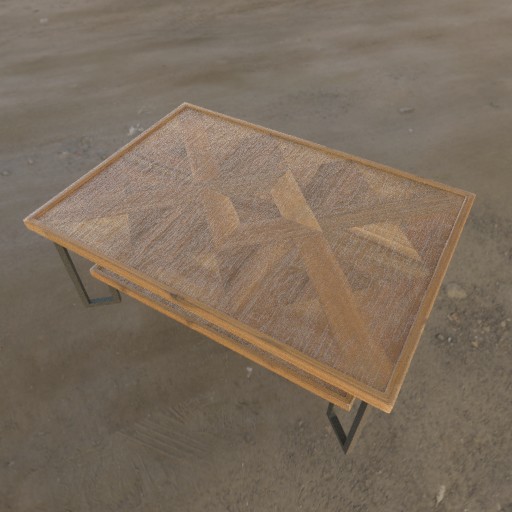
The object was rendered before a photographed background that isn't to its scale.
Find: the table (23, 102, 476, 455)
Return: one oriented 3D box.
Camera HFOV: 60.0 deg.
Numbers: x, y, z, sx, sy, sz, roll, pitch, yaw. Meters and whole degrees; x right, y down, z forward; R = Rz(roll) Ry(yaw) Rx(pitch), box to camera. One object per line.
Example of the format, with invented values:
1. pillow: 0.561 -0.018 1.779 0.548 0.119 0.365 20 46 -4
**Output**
1. table: 0.000 0.000 1.658 1.238 0.492 0.877 23 52 20
